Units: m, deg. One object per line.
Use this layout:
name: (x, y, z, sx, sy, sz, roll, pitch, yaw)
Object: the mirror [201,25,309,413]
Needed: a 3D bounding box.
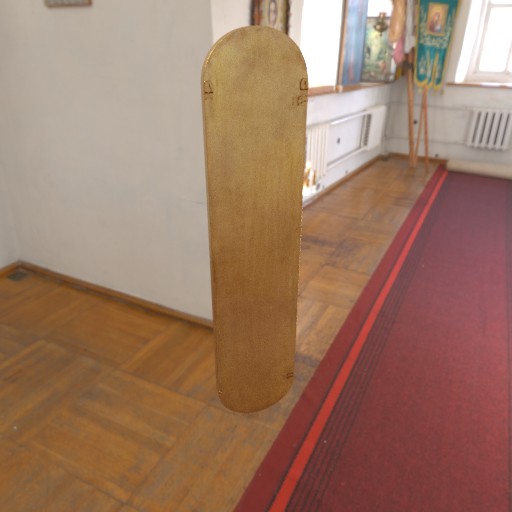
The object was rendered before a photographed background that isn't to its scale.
mirror: (0.000, 0.000, 1.074, 0.222, 0.991, 0.032, -8, 27, -16)
